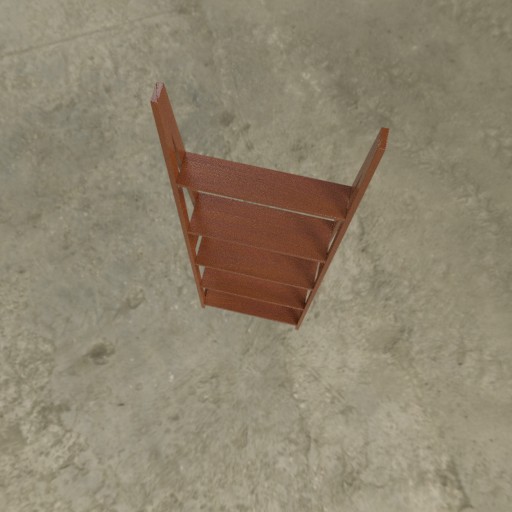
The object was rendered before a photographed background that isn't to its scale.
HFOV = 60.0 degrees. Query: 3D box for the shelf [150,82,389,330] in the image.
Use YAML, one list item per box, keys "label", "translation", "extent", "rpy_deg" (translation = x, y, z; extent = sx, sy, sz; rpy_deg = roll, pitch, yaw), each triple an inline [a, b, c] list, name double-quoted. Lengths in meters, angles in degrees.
- label: "shelf"
  translation: [0.000, 0.000, 1.976]
  extent: [0.630, 1.780, 0.356]
  rpy_deg: [13, 75, 3]
